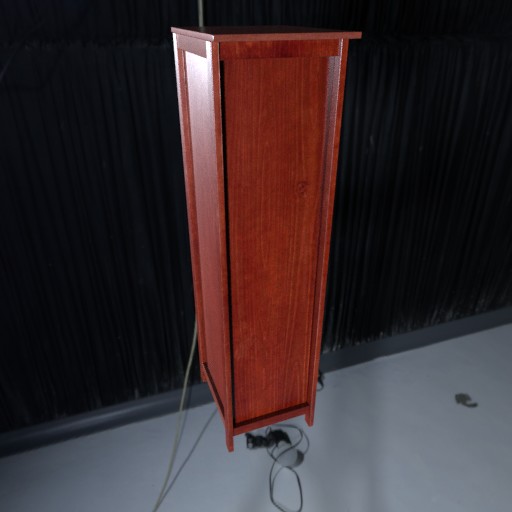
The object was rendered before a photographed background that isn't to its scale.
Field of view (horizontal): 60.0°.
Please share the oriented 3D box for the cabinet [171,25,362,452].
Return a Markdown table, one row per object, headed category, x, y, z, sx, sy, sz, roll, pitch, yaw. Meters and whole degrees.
| category | x | y | z | sx | sy | sz | roll | pitch | yaw |
| --- | --- | --- | --- | --- | --- | --- | --- | --- | --- |
| cabinet | 0.000 | 0.000 | 1.665 | 0.401 | 1.518 | 0.500 | -10 | 31 | -18 |
